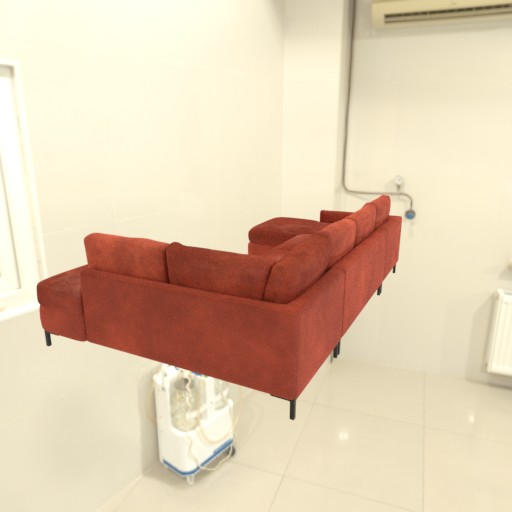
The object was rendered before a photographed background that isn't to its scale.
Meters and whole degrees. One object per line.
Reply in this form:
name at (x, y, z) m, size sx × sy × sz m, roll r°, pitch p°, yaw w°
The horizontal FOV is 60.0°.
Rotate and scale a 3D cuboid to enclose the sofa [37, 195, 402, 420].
sofa at (0.000, 0.000, 3.909) m, size 1.981 × 0.858 × 2.971 m, roll 8°, pitch 18°, yaw 26°
